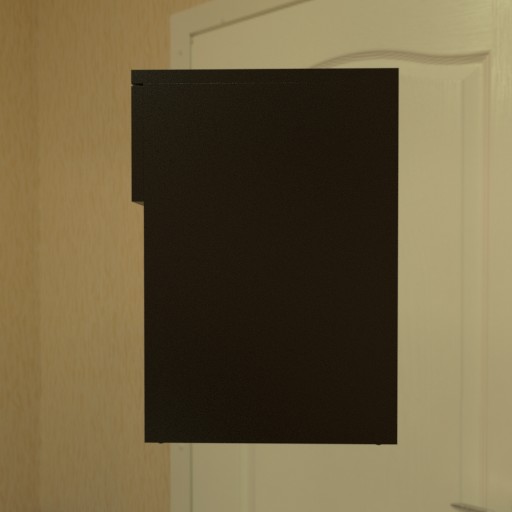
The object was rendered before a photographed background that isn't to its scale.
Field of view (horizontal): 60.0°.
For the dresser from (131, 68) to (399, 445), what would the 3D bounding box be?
[{"bbox_3d":[0.000,0.000,0.753,0.360,0.470,0.400,0,1,1],"label":"dresser"}]
